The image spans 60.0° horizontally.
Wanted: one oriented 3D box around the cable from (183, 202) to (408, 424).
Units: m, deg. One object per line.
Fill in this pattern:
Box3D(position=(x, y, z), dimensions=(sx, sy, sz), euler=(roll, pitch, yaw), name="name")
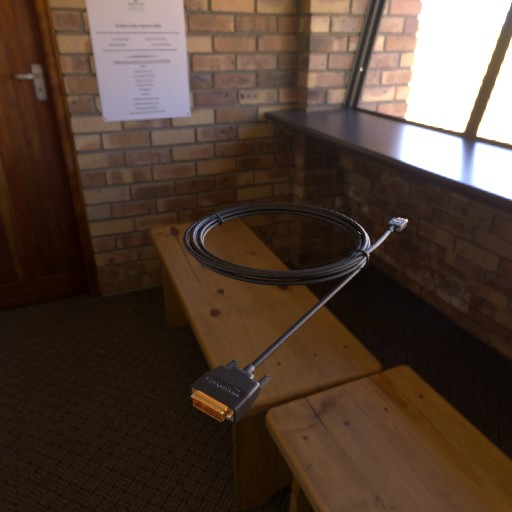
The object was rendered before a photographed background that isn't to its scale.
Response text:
Box3D(position=(0.000, 0.000, 0.524), dimensions=(0.257, 0.030, 0.422), euler=(17, 31, 31), name="cable")
